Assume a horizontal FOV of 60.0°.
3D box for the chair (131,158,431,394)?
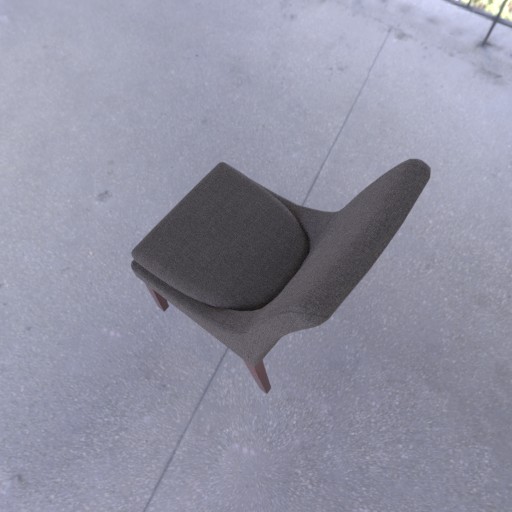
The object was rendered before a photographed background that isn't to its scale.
[{"bbox_3d":[0.000,0.000,1.372,0.655,0.952,0.508,35,69,15],"label":"chair"}]
